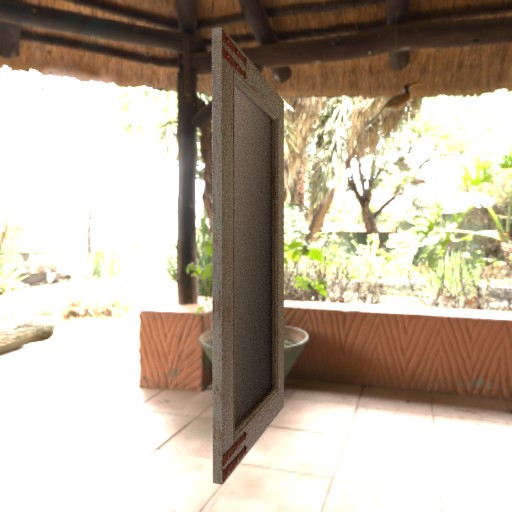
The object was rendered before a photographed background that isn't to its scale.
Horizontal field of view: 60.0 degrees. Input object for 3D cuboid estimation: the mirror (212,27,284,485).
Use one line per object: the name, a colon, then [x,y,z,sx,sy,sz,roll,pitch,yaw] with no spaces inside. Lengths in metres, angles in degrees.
mirror: [0.000,0.000,1.118,0.027,0.922,0.472,0,1,19]
